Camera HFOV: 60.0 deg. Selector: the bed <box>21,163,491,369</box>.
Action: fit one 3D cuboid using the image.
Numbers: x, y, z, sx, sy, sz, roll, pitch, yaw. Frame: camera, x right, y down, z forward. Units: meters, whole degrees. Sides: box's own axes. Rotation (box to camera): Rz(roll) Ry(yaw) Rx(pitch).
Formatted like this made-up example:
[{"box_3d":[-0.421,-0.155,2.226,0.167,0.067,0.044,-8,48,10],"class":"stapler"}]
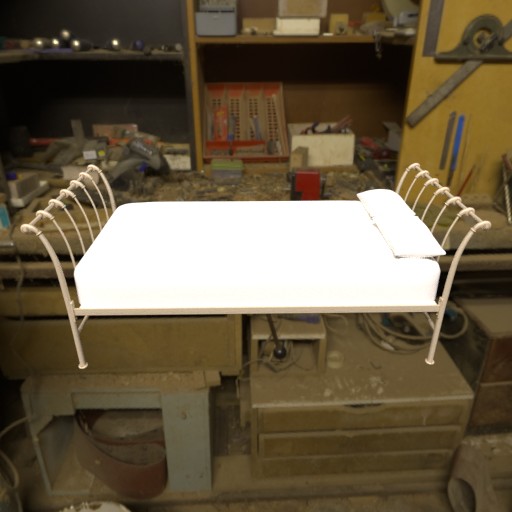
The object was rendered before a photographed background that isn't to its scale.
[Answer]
[{"box_3d":[0.000,0.000,2.726,2.228,0.873,1.032,0,28,-1],"class":"bed"}]
